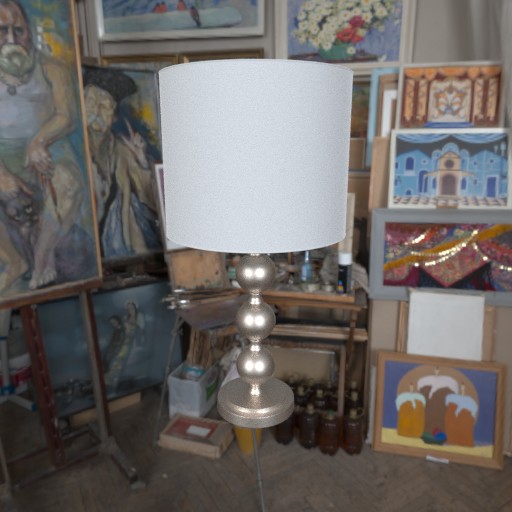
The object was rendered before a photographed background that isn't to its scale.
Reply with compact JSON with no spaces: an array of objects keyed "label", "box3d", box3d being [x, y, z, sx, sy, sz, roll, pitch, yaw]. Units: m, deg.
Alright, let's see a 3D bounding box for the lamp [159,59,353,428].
[{"label":"lamp","box3d":[0.000,0.000,0.707,0.277,0.538,0.277,-7,16,-23]}]
